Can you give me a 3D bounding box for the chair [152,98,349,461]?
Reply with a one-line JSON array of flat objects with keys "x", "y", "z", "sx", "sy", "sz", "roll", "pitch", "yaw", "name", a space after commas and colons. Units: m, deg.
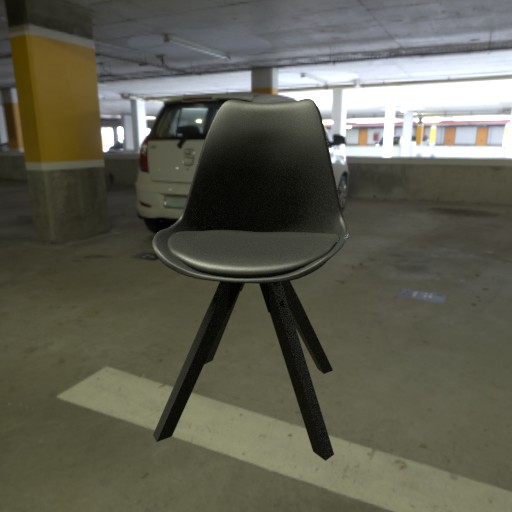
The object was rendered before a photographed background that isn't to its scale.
[{"x": 0.000, "y": 0.000, "z": 1.204, "sx": 0.485, "sy": 0.850, "sz": 0.550, "roll": 2, "pitch": 15, "yaw": 9, "name": "chair"}]
